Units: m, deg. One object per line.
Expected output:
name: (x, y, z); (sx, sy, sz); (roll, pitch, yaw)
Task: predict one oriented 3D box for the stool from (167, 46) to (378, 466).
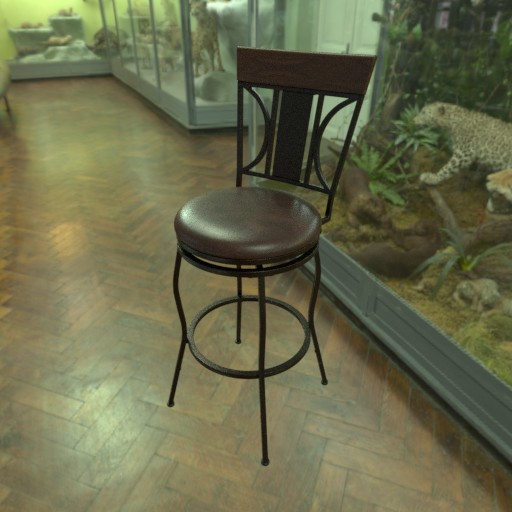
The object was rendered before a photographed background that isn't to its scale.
stool: (0.000, 0.000, 1.377); (0.448, 1.130, 0.513); (19, 35, 29)
